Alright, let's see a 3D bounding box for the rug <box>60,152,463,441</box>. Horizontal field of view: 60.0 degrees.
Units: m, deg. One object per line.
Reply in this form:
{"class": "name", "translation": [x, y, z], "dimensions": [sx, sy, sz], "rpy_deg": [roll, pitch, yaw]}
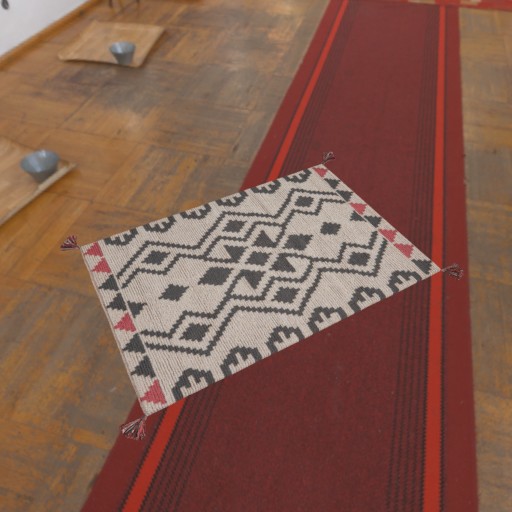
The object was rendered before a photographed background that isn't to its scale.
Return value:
{"class": "rug", "translation": [0.000, 0.000, 2.668], "dimensions": [2.069, 0.067, 1.444], "rpy_deg": [-22, 50, -19]}
